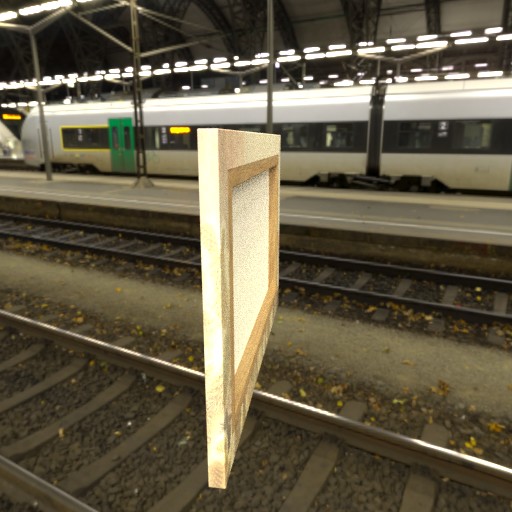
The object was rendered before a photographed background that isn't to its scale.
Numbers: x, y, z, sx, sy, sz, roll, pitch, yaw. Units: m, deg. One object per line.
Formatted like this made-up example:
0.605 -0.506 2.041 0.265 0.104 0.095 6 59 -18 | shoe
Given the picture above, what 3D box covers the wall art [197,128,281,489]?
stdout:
0.000 0.000 1.422 0.041 0.758 1.142 2 15 8 | wall art
